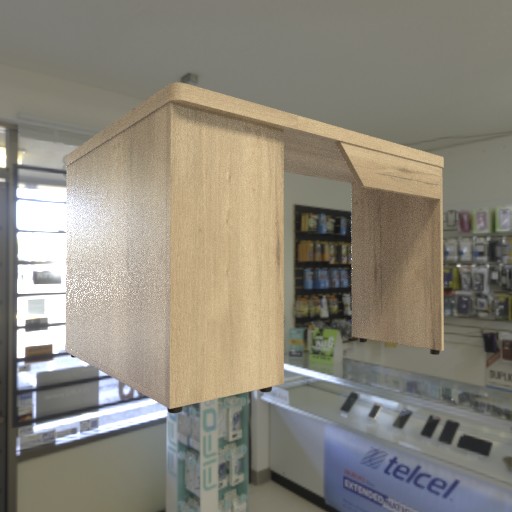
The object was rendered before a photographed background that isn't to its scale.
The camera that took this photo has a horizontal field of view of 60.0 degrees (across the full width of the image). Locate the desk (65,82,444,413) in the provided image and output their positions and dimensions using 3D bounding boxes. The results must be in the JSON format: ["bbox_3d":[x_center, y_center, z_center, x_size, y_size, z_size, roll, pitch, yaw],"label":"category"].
[{"bbox_3d":[0.000,0.000,1.702,1.169,0.760,0.900,1,-2,-38],"label":"desk"}]
